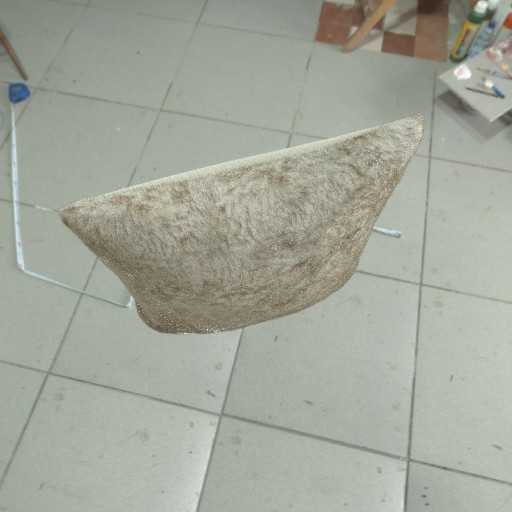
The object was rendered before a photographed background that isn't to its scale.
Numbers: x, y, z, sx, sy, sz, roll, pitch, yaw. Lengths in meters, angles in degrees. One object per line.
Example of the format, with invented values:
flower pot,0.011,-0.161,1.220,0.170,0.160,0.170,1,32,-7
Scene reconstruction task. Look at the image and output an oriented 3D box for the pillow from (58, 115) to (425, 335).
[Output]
pillow,0.000,0.000,0.828,0.538,0.525,0.216,-15,65,-7
